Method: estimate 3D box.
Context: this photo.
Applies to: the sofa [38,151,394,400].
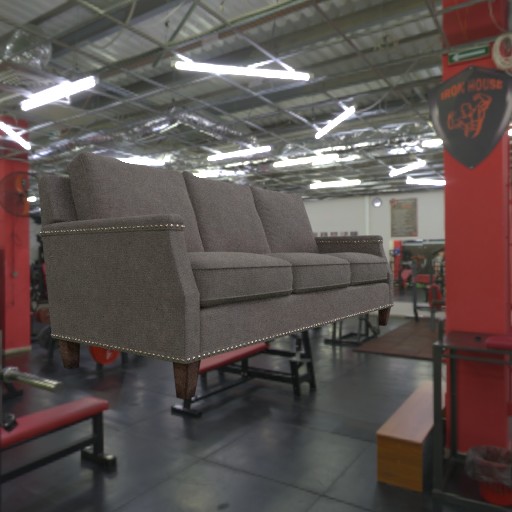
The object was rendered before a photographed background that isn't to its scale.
[{"bbox_3d":[0.000,0.000,2.732,1.034,1.042,2.226,0,0,36],"label":"sofa"}]
